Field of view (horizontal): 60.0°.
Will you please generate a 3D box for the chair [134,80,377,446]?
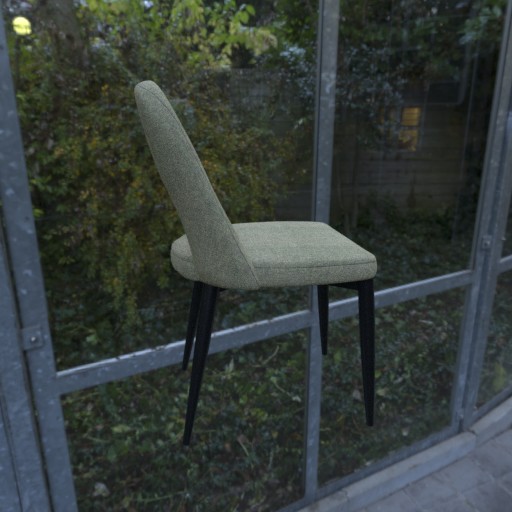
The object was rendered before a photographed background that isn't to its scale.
[{"bbox_3d":[0.000,0.000,1.287,0.612,0.931,0.470,-3,16,-9],"label":"chair"}]
